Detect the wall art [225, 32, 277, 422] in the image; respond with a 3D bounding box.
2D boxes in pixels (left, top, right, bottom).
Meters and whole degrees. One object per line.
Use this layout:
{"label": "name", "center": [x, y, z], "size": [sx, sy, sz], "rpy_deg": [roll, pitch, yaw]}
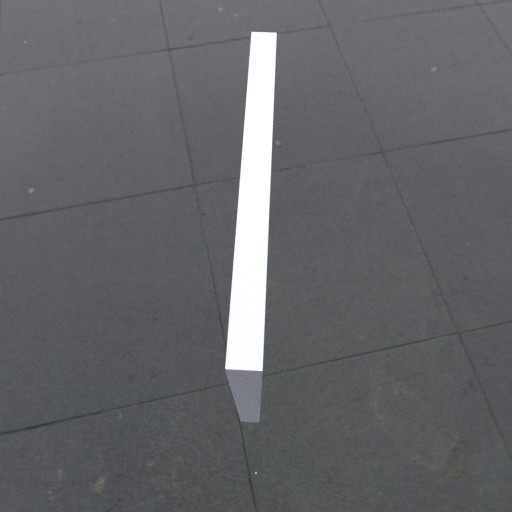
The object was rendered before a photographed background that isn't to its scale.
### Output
{"label": "wall art", "center": [0.000, 0.000, 0.789], "size": [0.038, 0.508, 0.507], "rpy_deg": [2, 64, 1]}
